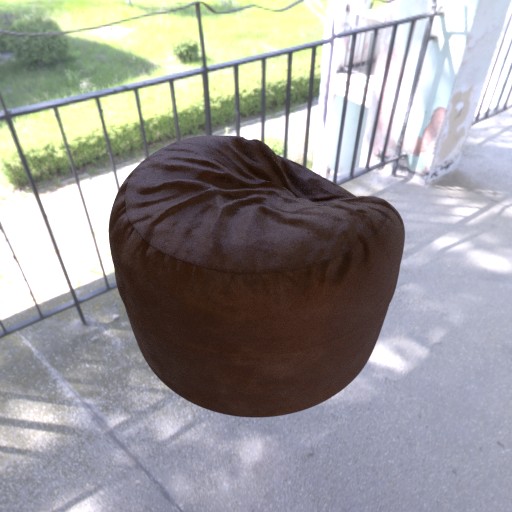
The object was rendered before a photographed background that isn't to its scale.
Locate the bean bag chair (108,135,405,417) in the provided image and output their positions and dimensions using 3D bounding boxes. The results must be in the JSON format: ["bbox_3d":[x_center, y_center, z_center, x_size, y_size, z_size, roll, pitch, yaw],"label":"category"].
[{"bbox_3d":[0.000,0.000,1.498,0.918,0.616,0.918,0,41,0],"label":"bean bag chair"}]
